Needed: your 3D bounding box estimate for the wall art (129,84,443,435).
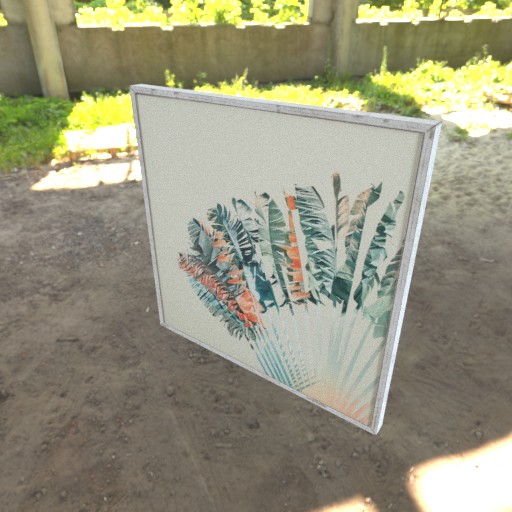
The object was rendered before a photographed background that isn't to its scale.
[{"bbox_3d":[0.000,0.000,1.124,0.760,0.757,0.038,19,34,31],"label":"wall art"}]
